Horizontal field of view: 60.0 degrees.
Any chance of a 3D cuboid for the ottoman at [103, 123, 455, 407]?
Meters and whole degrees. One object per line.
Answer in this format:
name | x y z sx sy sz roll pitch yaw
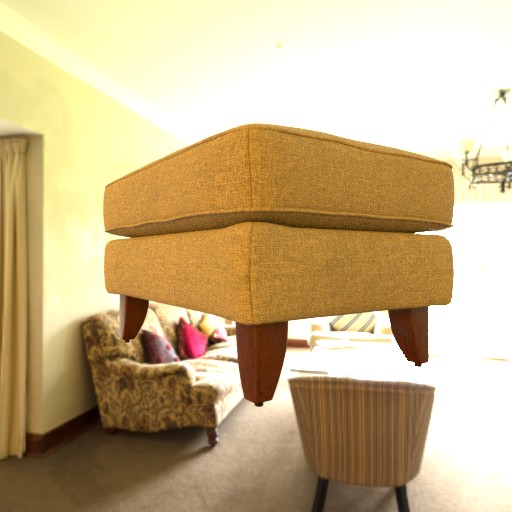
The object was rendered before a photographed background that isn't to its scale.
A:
ottoman | 0.000 0.000 1.278 0.661 0.561 0.889 0 0 -35
